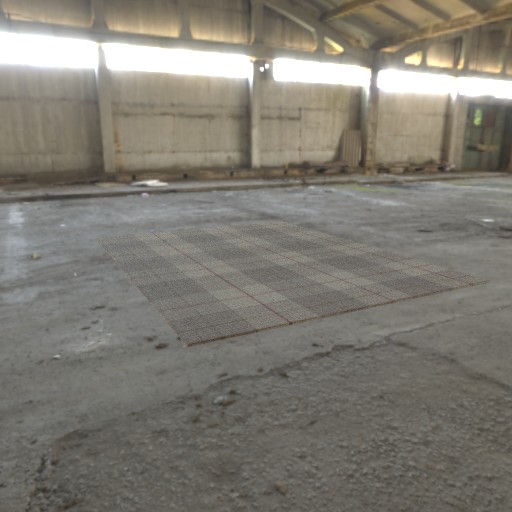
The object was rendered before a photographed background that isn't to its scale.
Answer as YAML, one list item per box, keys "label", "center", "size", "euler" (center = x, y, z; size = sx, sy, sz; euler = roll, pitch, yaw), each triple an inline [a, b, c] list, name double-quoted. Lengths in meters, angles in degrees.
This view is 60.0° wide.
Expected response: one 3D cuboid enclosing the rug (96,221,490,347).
- label: "rug"
  center: [0.000, 0.000, 3.998]
  size: [2.317, 0.016, 2.959]
  euler: [-7, 16, -27]
